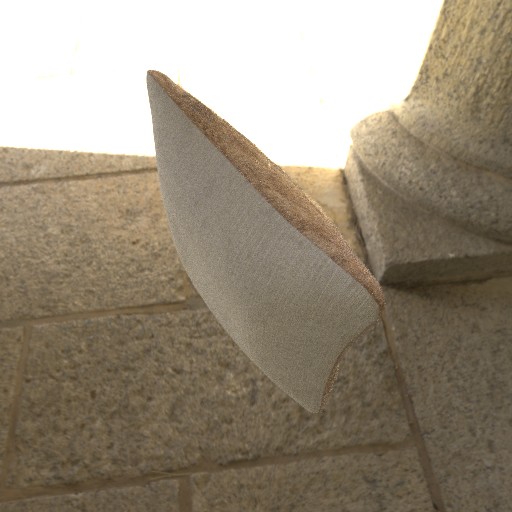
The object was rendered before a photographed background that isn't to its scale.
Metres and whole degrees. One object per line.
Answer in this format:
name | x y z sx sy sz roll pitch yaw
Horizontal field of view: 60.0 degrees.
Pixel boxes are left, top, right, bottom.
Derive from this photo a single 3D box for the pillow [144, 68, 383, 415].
pillow | 0.000 0.000 0.825 0.216 0.525 0.538 -32 63 -18
